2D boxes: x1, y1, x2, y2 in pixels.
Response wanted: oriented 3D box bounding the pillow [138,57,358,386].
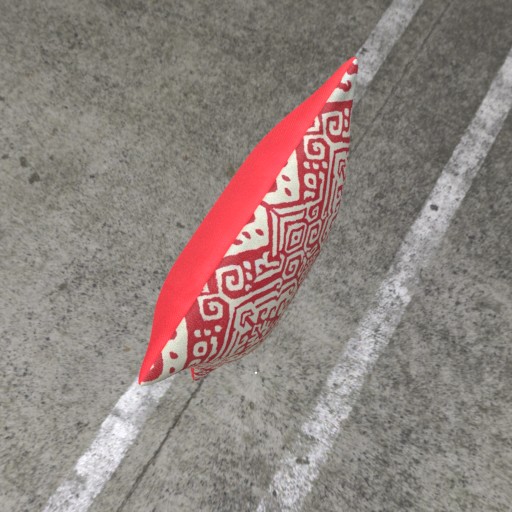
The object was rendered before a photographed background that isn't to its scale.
[{"bbox_3d":[0.000,0.000,0.805,0.192,0.507,0.522,31,77,8],"label":"pillow"}]
